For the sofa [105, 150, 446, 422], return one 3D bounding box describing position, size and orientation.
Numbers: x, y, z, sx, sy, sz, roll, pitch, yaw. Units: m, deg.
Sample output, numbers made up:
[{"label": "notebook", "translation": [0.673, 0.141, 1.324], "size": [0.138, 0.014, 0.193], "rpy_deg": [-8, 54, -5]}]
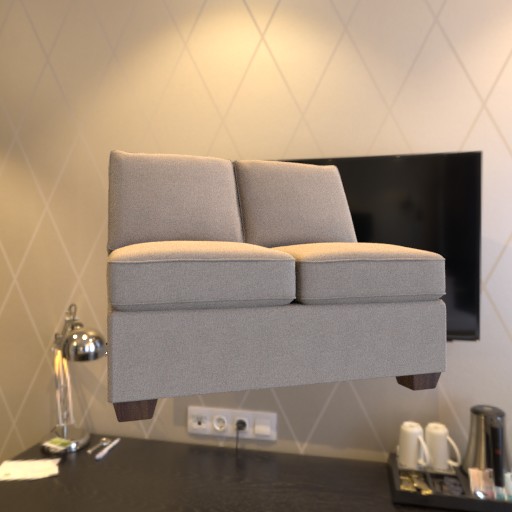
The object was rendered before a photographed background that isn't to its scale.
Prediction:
[{"label": "sofa", "translation": [0.000, 0.000, 1.919], "size": [1.232, 1.006, 0.978], "rpy_deg": [0, 0, -18]}]
